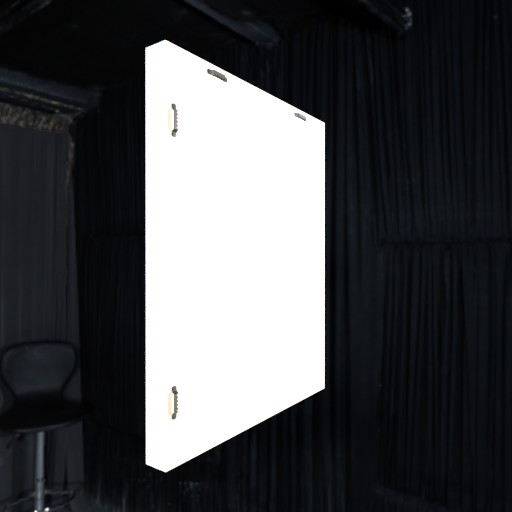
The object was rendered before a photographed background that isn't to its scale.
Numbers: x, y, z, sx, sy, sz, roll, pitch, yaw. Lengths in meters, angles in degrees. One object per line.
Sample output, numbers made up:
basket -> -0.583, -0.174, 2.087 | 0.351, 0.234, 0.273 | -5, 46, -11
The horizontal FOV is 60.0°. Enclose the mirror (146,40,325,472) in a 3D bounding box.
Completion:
mirror -> 0.000, 0.000, 0.694 | 0.041, 0.509, 0.406 | 0, 0, 36
